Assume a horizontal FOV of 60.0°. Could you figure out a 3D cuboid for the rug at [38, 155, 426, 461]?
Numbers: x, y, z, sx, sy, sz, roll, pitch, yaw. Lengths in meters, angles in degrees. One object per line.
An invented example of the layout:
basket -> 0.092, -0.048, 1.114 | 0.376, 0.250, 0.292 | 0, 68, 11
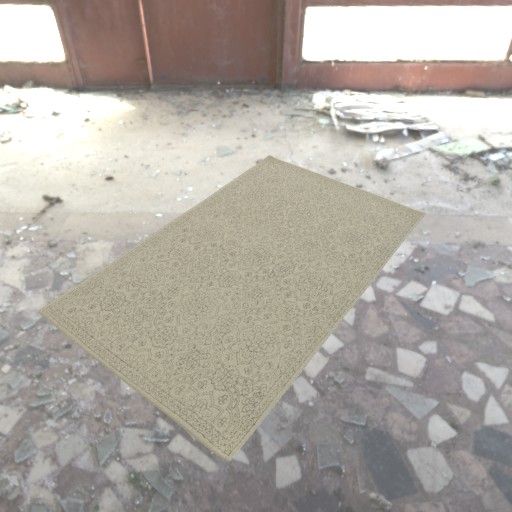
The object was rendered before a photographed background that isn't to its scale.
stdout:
rug -> 0.000, 0.000, 2.465 | 1.214, 0.023, 1.947 | 27, 48, 27
